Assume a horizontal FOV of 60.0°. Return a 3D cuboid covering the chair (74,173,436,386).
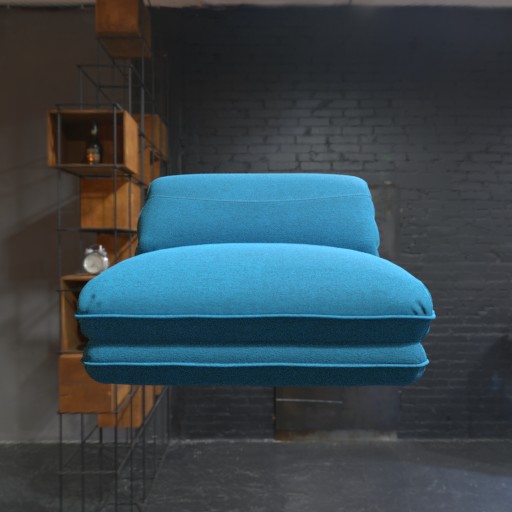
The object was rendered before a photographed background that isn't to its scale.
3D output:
[{"bbox_3d":[0.000,0.000,1.333,0.820,0.580,0.780,0,1,1],"label":"chair"}]
